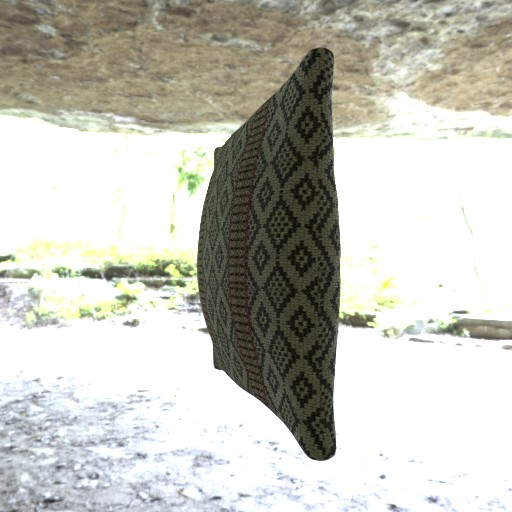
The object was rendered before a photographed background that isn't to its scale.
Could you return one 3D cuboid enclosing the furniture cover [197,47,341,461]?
[{"bbox_3d":[0.000,0.000,0.773,0.182,0.506,0.503,0,-1,-20],"label":"furniture cover"}]
